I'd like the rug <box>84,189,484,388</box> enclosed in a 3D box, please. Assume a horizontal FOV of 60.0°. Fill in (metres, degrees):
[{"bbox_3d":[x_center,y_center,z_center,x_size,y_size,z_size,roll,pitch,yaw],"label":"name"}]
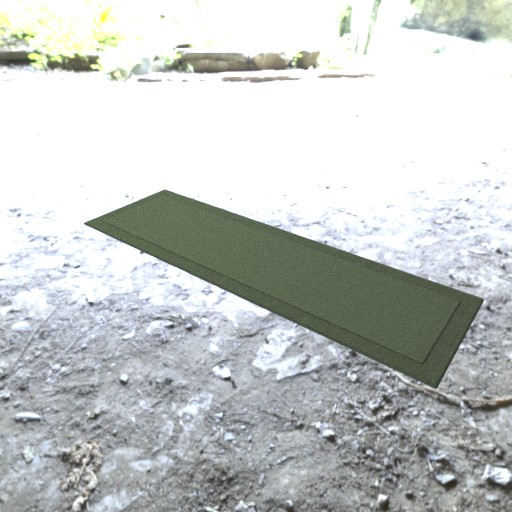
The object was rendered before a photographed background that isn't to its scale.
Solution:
[{"bbox_3d":[0.000,0.000,2.691,2.430,0.012,0.759,22,37,31],"label":"rug"}]
